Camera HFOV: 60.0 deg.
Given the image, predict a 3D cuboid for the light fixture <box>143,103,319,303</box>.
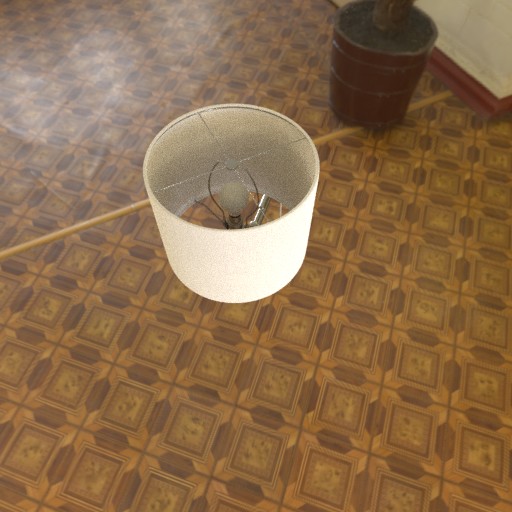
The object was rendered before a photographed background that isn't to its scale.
[{"bbox_3d":[0.000,0.000,1.048,0.253,0.842,0.479,15,59,10],"label":"light fixture"}]
